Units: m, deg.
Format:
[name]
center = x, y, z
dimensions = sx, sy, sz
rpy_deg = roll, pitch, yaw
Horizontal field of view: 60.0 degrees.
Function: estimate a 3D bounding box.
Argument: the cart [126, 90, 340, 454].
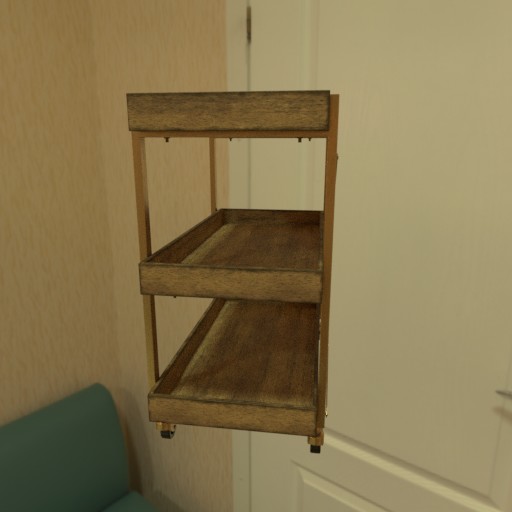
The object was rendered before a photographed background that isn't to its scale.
[cart]
center = 0.000, 0.000, 1.247
dimensions = 0.416, 0.799, 0.750
rpy_deg = 2, 15, 8
